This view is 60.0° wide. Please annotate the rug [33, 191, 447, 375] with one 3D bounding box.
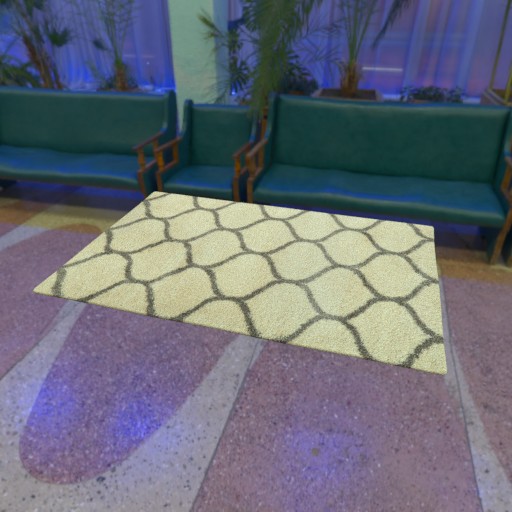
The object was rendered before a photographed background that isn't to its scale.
[{"bbox_3d":[0.000,0.000,3.466,2.701,0.026,1.801,9,33,14],"label":"rug"}]
